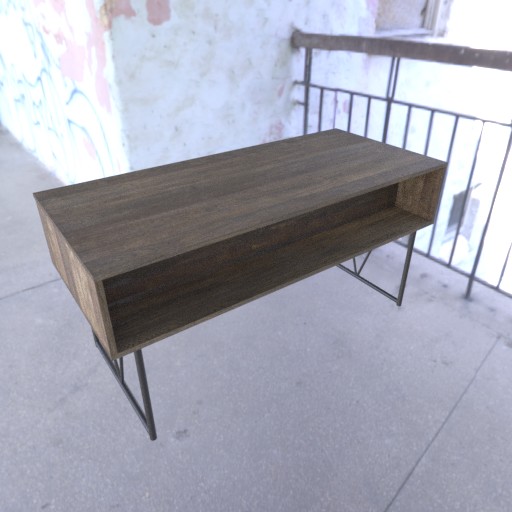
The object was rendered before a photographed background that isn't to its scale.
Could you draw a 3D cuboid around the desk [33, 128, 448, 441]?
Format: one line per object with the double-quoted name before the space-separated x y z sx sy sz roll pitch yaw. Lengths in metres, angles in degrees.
"desk" 0.000 0.000 2.048 1.600 0.780 0.730 -20 36 -30
